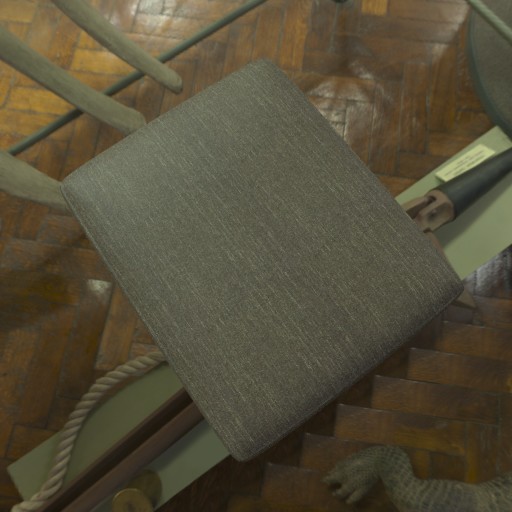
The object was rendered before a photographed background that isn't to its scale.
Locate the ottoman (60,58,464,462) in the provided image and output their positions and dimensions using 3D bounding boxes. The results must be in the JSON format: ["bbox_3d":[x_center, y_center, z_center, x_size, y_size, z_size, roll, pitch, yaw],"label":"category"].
[{"bbox_3d":[0.000,0.000,1.240,0.671,0.490,0.820,-35,78,-9],"label":"ottoman"}]
